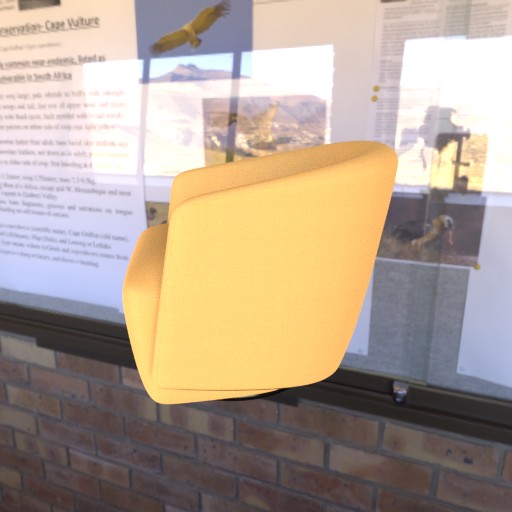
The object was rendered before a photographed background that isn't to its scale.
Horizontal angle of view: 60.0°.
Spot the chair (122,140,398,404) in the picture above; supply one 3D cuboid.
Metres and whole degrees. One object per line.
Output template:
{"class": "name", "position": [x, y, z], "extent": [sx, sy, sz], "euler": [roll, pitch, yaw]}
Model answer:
{"class": "chair", "position": [0.000, 0.000, 1.388], "extent": [0.767, 0.698, 0.773], "euler": [-3, 15, -10]}
